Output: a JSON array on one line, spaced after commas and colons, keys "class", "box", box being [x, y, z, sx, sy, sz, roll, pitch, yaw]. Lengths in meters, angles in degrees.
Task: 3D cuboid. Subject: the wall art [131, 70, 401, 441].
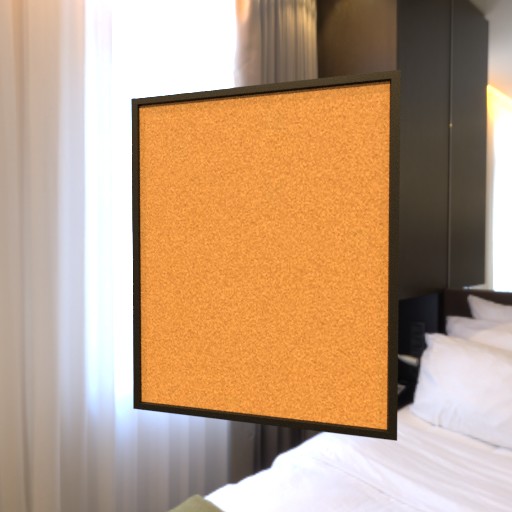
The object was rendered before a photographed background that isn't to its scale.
[{"class": "wall art", "box": [0.000, 0.000, 0.746, 0.457, 0.559, 0.029, 0, 2, 17]}]
